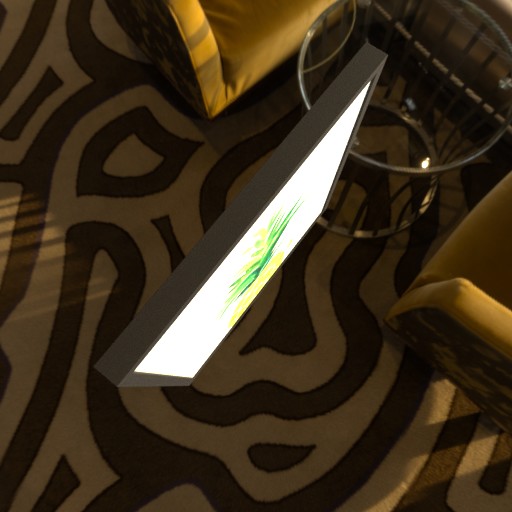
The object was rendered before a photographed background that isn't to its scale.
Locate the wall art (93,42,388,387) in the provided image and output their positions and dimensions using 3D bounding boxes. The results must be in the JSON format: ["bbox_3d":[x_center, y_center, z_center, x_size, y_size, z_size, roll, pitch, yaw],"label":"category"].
[{"bbox_3d":[0.000,0.000,0.752,0.033,0.507,0.508,36,77,10],"label":"wall art"}]
